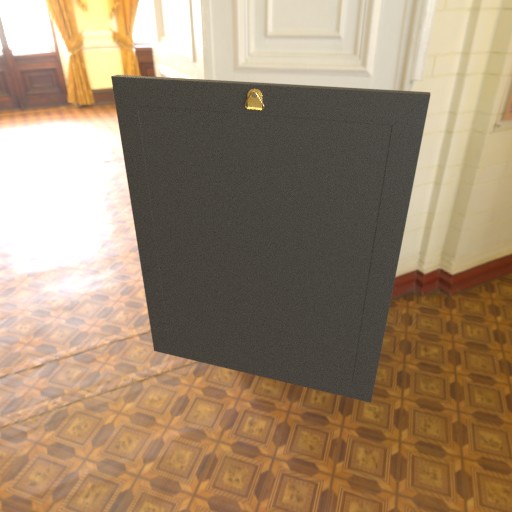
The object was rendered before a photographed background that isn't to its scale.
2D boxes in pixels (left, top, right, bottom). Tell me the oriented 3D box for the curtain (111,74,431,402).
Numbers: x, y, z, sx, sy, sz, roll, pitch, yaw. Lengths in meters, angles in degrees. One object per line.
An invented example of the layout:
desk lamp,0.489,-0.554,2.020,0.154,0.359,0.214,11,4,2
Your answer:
curtain,0.000,0.000,0.798,0.483,0.585,0.027,9,32,15
